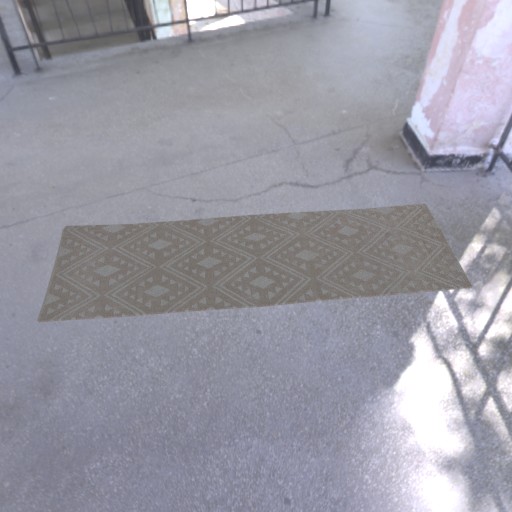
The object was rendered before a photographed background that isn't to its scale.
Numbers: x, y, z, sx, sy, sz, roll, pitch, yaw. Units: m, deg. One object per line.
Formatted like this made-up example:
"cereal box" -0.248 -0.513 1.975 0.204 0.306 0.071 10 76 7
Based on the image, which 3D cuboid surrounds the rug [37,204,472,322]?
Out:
"rug" 0.000 0.000 2.734 2.452 0.051 0.752 -4 47 -4
